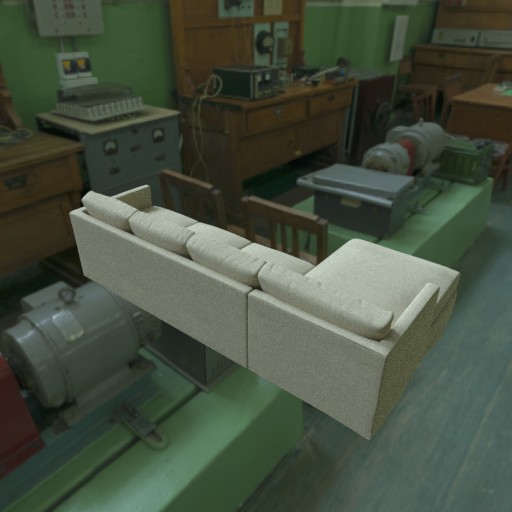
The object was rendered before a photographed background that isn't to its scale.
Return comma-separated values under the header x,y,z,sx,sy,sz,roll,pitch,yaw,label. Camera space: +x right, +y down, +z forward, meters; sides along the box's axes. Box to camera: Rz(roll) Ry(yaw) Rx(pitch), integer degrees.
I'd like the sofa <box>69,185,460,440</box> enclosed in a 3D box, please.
x,y,z,sx,sy,sz,roll,pitch,yaw,label
0.000,0.000,4.013,3.205,0.922,1.650,22,37,32,sofa
